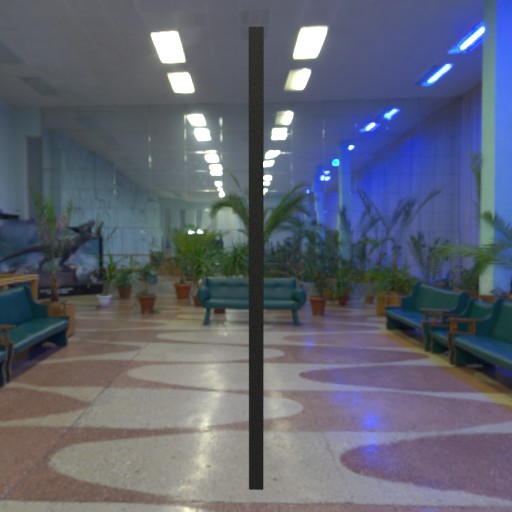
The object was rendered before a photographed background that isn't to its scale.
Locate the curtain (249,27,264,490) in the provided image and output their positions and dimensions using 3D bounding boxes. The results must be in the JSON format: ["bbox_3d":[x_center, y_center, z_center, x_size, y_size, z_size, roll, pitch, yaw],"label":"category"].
[{"bbox_3d":[0.000,0.000,0.801,0.027,0.585,0.483,0,2,1],"label":"curtain"}]
